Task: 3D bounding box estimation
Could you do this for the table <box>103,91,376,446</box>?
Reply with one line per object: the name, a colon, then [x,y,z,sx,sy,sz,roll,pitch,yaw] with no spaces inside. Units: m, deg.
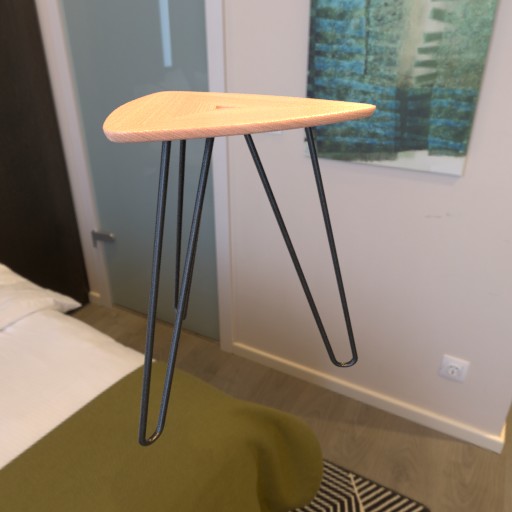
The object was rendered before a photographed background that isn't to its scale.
table: [0.000,0.000,0.870,0.455,0.564,0.442,0,27,-1]
